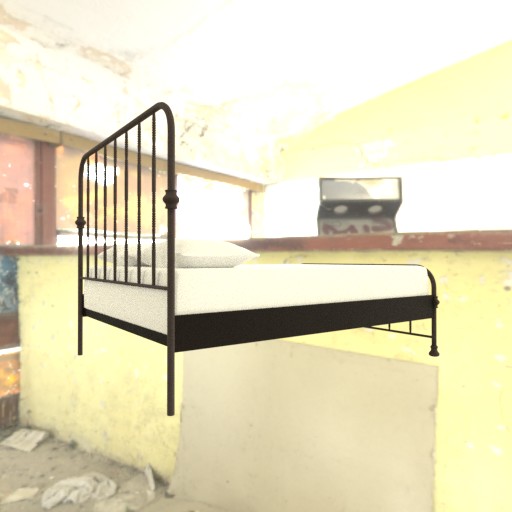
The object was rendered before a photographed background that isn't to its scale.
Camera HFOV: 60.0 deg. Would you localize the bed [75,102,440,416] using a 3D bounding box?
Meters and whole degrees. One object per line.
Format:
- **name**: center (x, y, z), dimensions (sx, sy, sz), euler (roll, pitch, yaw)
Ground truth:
- **bed**: center (0.000, 0.000, 3.222), dimensions (2.134, 1.446, 1.616), euler (0, -1, -36)
